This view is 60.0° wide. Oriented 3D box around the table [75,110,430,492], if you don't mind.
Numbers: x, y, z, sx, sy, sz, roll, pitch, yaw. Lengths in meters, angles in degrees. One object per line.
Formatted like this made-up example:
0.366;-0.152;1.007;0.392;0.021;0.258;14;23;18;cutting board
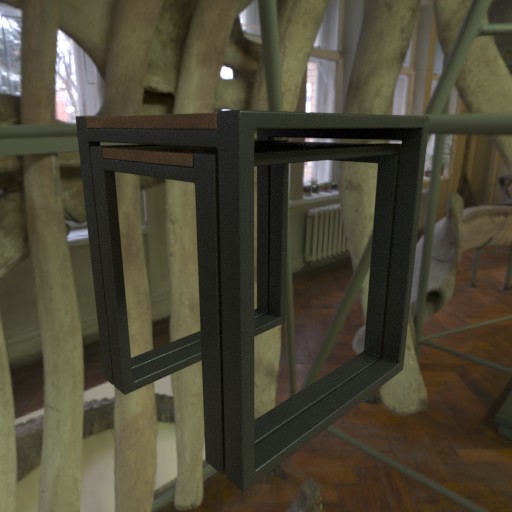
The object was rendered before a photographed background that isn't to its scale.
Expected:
0.000;0.000;0.913;0.500;0.550;0.449;-16;22;-43;table
